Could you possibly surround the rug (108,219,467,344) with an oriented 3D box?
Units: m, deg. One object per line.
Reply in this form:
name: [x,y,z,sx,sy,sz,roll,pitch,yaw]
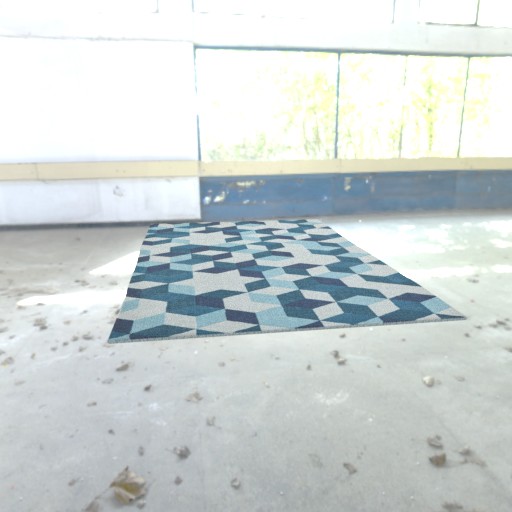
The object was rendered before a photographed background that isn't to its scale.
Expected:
rug: [0.000,0.000,2.337,1.235,0.014,1.829,-2,16,-8]
